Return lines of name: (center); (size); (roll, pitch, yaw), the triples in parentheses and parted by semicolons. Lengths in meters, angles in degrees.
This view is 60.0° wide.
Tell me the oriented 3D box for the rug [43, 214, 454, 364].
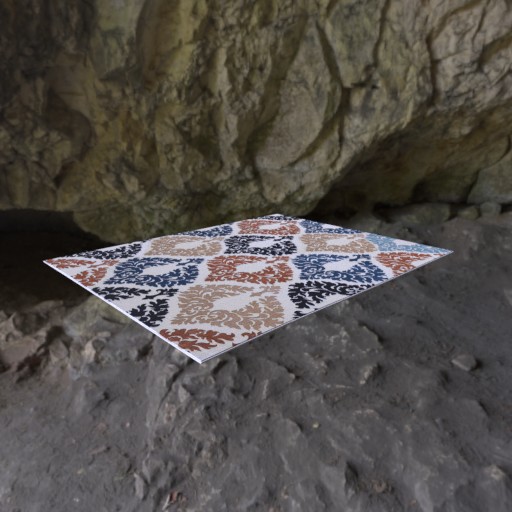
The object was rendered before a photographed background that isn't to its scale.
rug: (0.000, 0.000, 4.174); (3.040, 0.014, 2.423); (-15, 23, -41)
